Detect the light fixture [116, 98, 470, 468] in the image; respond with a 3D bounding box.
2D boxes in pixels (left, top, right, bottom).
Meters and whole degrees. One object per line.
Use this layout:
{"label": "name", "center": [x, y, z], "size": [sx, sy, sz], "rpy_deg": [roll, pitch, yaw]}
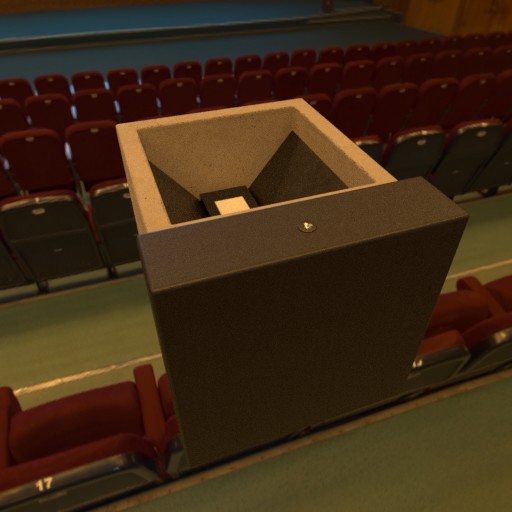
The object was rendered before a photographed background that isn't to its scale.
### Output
{"label": "light fixture", "center": [0.000, 0.000, 0.240], "size": [0.121, 0.121, 0.143], "rpy_deg": [-13, 42, -15]}
